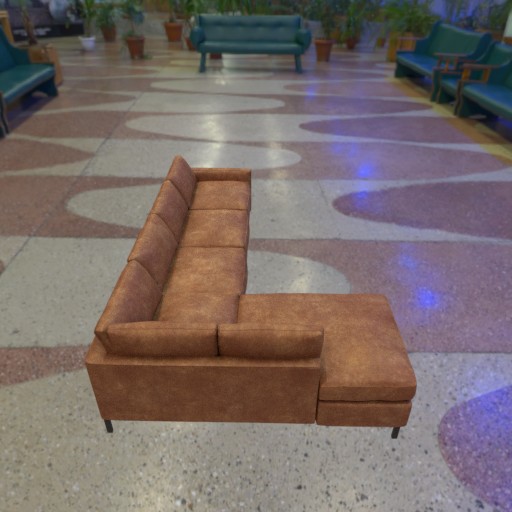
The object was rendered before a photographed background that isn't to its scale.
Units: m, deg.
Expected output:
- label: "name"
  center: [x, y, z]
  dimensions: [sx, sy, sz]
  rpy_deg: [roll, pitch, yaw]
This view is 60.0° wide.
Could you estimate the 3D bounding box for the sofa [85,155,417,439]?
- label: "sofa"
  center: [0.000, 0.000, 3.840]
  dimensions: [1.938, 0.877, 2.984]
  rpy_deg: [0, 33, 1]
